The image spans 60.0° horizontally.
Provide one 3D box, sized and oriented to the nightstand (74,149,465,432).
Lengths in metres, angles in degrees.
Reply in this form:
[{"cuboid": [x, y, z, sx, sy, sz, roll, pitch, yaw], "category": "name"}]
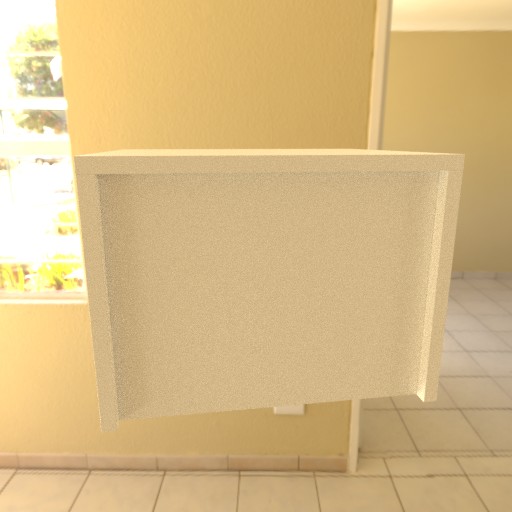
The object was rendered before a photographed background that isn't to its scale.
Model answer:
[{"cuboid": [0.000, 0.000, 0.762, 0.470, 0.351, 0.408, -2, 15, -8], "category": "nightstand"}]
